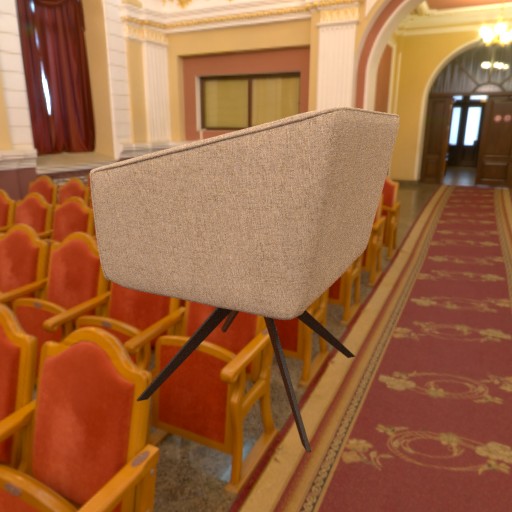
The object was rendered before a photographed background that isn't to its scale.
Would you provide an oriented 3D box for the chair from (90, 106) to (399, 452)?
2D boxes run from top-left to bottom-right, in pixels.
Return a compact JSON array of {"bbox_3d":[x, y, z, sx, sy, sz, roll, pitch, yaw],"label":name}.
[{"bbox_3d":[0.000,0.000,1.242,0.623,0.760,0.628,8,18,26],"label":"chair"}]
